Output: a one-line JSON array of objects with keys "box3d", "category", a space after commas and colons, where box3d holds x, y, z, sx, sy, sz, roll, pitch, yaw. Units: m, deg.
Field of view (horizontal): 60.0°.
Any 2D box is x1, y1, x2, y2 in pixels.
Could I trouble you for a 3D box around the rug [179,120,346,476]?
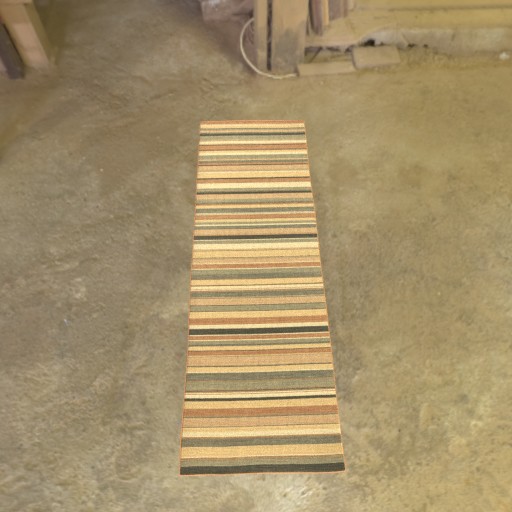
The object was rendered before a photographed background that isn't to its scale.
[{"box3d": [0.000, 0.000, 2.748, 0.799, 0.010, 2.444, -1, 58, -1], "category": "rug"}]
